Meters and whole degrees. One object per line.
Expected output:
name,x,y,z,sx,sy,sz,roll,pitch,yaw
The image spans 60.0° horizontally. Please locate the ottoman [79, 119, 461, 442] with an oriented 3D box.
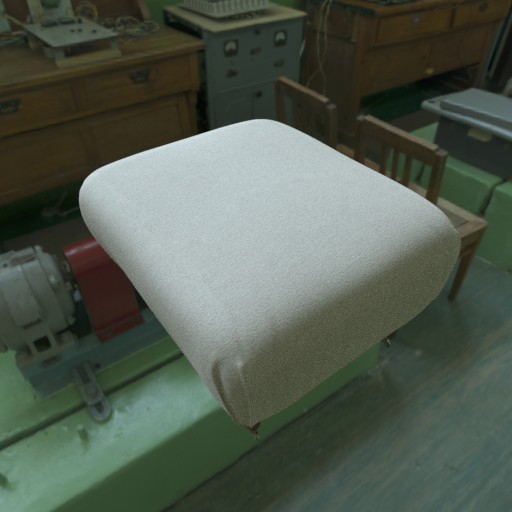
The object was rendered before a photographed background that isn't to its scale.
ottoman,0.000,0.000,1.124,0.639,0.450,0.746,-26,47,-27
